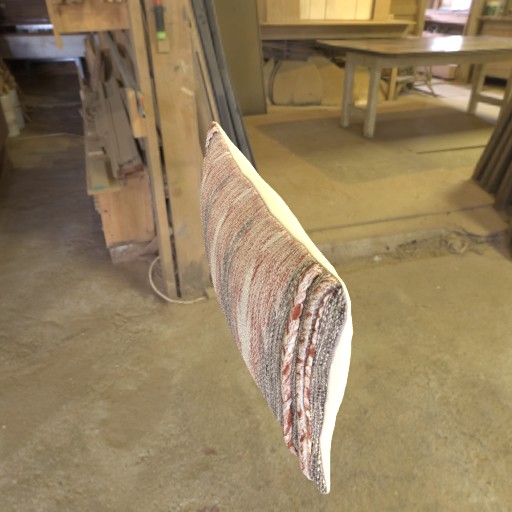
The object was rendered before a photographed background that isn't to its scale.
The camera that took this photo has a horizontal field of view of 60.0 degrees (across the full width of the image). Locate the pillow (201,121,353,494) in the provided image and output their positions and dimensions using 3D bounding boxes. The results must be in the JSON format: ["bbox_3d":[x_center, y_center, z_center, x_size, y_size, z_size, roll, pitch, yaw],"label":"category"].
[{"bbox_3d":[0.000,0.000,0.698,0.139,0.282,0.635,-8,31,-13],"label":"pillow"}]
